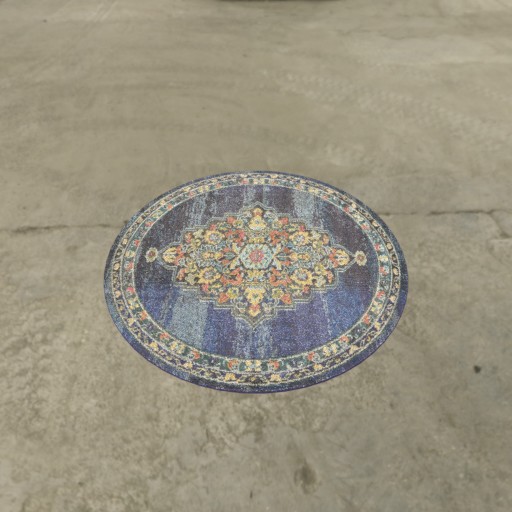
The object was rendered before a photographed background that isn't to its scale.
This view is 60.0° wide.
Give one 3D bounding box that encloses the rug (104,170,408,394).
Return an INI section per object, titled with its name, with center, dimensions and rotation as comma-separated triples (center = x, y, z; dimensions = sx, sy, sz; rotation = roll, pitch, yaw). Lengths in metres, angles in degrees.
[rug]
center = 0.000, 0.000, 3.568
dimensions = 2.386, 0.014, 2.386
rotation = 0, 45, 0
